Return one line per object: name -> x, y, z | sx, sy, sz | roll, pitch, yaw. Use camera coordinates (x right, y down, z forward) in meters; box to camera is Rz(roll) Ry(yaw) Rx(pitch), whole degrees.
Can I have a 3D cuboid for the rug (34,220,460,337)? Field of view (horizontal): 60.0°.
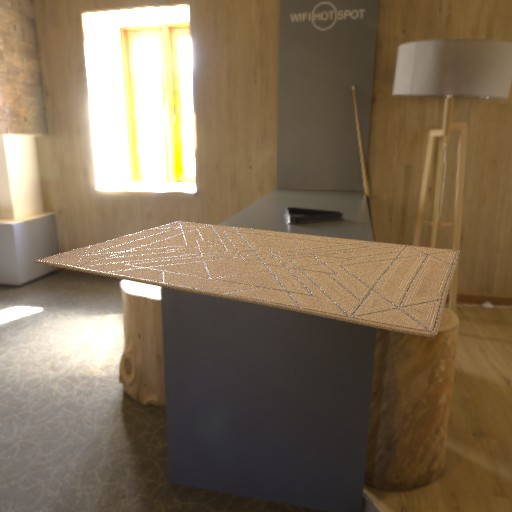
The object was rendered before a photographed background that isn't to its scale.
rug -> 0.000, 0.000, 3.018 | 2.459, 0.023, 1.575 | 8, 17, 26
